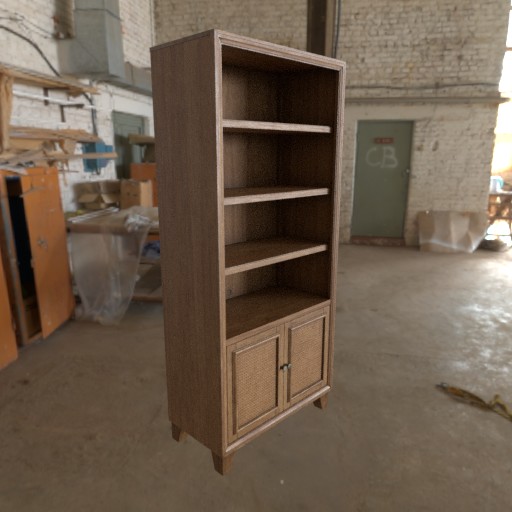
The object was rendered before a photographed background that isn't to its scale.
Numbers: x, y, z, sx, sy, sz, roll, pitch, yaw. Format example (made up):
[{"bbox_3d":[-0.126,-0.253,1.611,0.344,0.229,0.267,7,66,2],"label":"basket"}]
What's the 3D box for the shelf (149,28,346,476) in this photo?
[{"bbox_3d":[0.000,0.000,2.292,0.453,1.930,0.864,13,18,43],"label":"shelf"}]
